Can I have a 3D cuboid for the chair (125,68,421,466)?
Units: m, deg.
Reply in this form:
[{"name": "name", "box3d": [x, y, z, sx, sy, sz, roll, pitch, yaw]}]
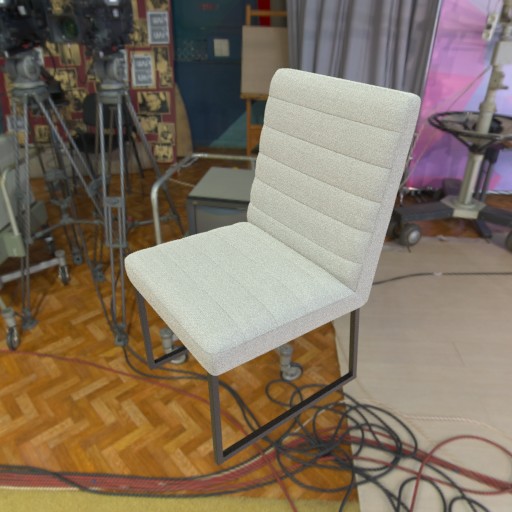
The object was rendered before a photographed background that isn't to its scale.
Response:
[{"name": "chair", "box3d": [0.000, 0.000, 1.301, 0.634, 0.930, 0.520, -21, 37, -30]}]
